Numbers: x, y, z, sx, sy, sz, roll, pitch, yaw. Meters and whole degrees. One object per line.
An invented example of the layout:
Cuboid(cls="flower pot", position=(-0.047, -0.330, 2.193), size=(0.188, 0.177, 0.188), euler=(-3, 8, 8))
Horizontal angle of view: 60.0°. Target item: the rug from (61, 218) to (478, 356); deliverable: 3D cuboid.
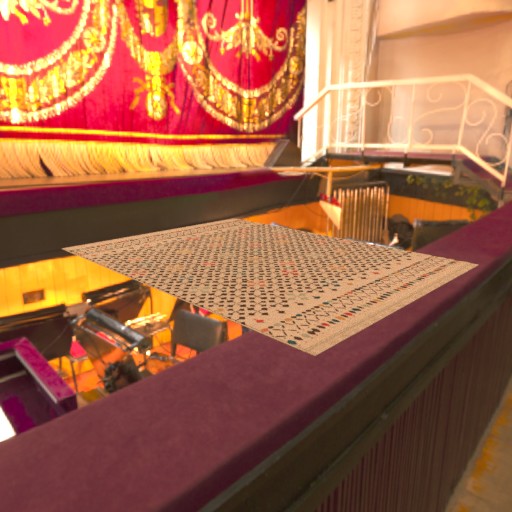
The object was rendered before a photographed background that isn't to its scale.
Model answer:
Cuboid(cls="rug", position=(0.000, 0.000, 2.039), size=(1.556, 0.006, 1.146), euler=(15, 21, 43))
